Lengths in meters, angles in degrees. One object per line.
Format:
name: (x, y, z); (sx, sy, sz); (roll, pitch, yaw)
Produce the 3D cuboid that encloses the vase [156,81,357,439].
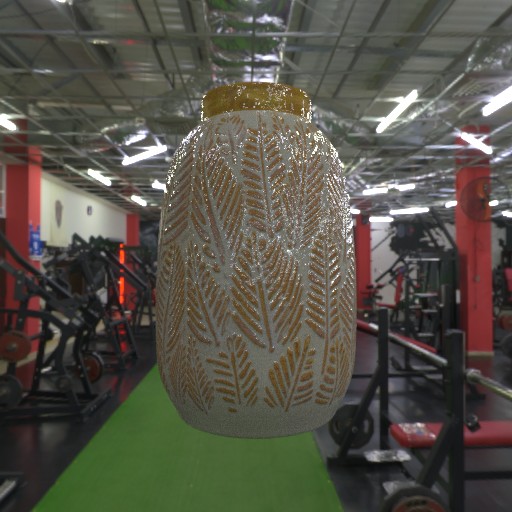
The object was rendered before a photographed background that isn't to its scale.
vase: (0.000, 0.000, 0.389); (0.172, 0.270, 0.172); (0, -1, 0)
